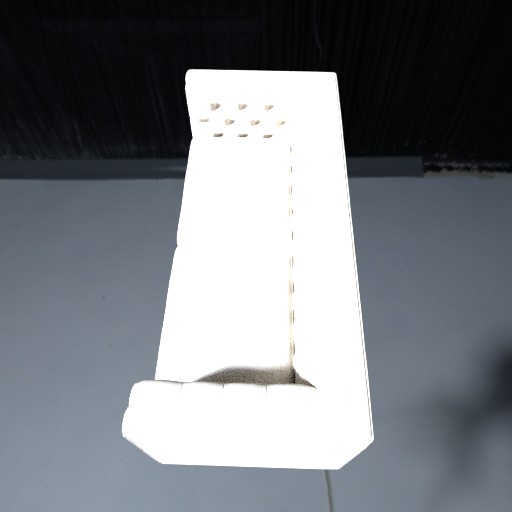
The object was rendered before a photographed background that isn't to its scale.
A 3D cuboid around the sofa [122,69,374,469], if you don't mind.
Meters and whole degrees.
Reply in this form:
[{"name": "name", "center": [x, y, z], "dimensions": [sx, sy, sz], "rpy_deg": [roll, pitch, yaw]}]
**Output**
[{"name": "sofa", "center": [0.000, 0.000, 2.122], "dimensions": [0.775, 0.762, 1.778], "rpy_deg": [2, 58, 1]}]
